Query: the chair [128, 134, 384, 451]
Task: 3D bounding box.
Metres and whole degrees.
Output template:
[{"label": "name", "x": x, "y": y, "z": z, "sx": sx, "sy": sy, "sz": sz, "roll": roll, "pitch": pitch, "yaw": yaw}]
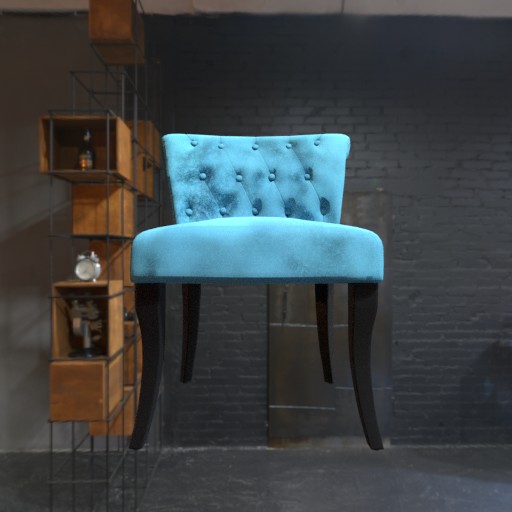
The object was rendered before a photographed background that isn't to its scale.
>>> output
[{"label": "chair", "x": 0.000, "y": 0.000, "z": 1.150, "sx": 0.582, "sy": 0.750, "sz": 0.605, "roll": 0, "pitch": 0, "yaw": 0}]
